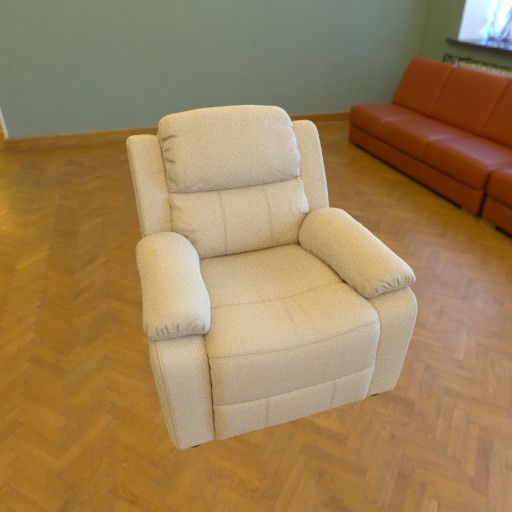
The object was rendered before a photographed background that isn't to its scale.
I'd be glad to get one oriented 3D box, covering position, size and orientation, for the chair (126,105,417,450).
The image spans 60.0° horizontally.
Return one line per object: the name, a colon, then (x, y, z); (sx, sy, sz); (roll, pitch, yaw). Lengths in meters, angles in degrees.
chair: (0.000, 0.000, 1.264); (0.680, 0.702, 0.709); (-10, 33, -16)
